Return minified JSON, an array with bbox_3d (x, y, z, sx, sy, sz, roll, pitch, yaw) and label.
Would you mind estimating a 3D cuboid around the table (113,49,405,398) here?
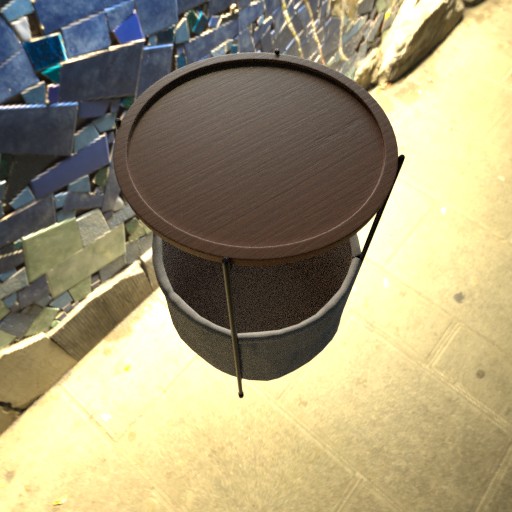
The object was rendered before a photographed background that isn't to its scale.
[{"bbox_3d":[0.000,0.000,0.872,0.393,0.623,0.393,-31,64,-17],"label":"table"}]
